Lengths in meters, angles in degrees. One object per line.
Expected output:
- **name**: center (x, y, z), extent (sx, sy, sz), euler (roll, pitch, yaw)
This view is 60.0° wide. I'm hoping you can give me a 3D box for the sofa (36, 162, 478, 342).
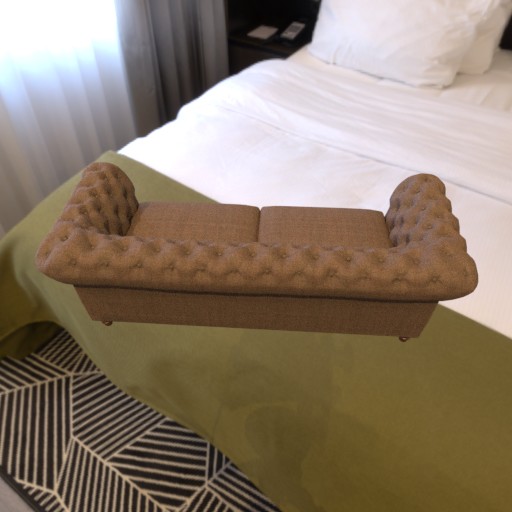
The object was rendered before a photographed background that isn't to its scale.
- **sofa**: center (0.000, 0.000, 2.807), extent (2.385, 0.787, 0.944), euler (3, 45, 3)
